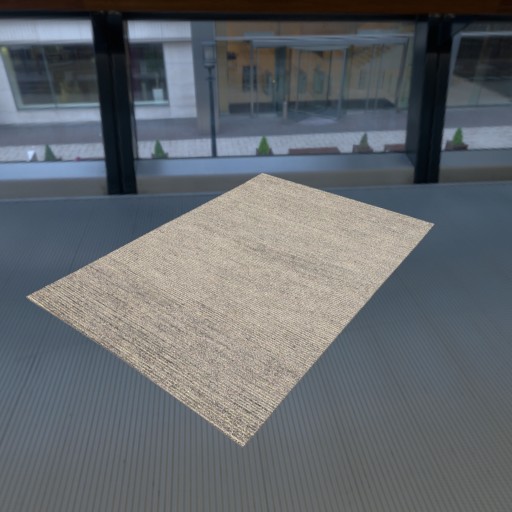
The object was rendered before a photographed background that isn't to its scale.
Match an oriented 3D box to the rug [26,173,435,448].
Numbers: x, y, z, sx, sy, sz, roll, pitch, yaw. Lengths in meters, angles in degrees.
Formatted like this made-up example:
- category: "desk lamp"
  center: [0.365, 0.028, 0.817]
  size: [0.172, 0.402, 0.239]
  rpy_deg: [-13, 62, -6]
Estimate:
- category: "rug"
  center: [0.000, 0.000, 2.933]
  size: [1.604, 0.030, 2.307]
  rpy_deg: [23, 39, 30]
